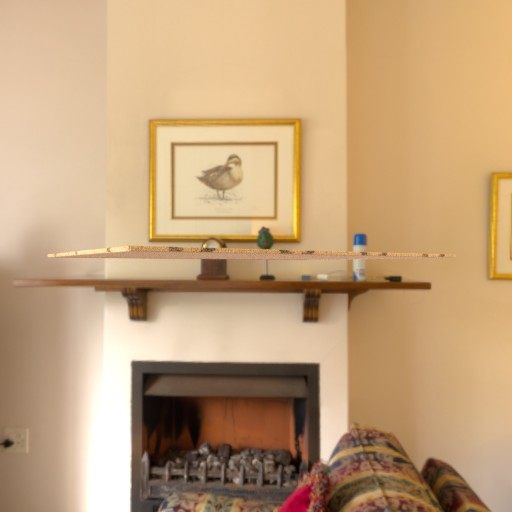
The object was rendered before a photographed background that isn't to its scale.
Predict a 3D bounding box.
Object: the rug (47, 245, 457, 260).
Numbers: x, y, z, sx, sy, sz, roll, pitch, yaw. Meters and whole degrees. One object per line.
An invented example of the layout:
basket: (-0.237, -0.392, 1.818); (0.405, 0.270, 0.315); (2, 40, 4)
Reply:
rug: (0.000, 0.000, 3.495); (2.701, 0.026, 1.801); (1, -2, -36)
